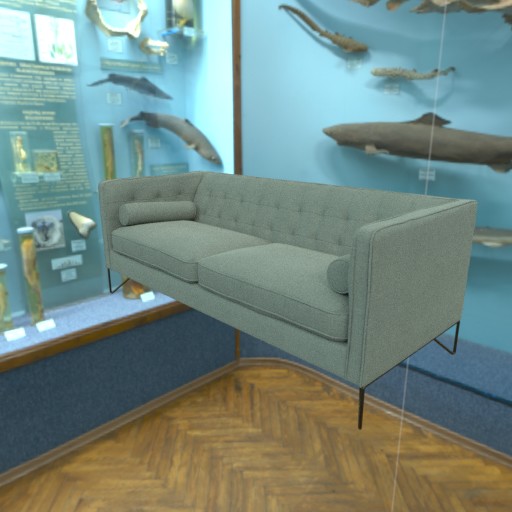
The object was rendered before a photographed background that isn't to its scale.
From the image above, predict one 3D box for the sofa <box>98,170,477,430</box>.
[{"bbox_3d":[0.000,0.000,2.576,0.912,0.798,2.079,-15,22,-42],"label":"sofa"}]
